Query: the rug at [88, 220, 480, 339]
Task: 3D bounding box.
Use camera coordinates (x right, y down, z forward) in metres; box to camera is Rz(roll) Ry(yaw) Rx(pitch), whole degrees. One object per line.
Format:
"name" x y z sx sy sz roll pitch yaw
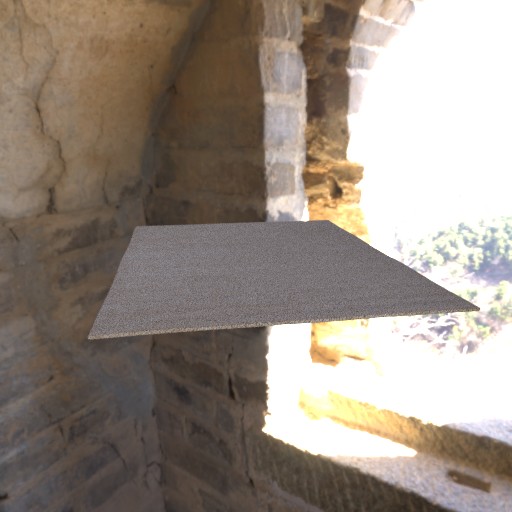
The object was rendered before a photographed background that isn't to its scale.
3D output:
"rug" 0.000 0.000 4.064 2.400 0.026 3.000 -3 16 -9
